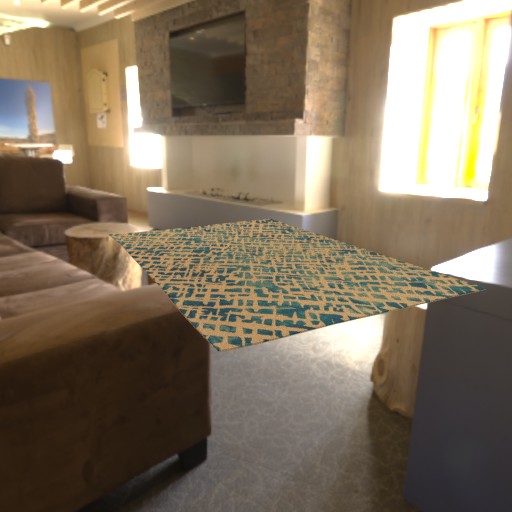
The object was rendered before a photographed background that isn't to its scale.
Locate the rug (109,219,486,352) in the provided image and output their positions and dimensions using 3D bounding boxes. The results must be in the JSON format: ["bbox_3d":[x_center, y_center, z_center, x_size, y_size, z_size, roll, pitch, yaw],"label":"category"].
[{"bbox_3d":[0.000,0.000,2.360,1.209,0.011,1.830,-8,17,-27],"label":"rug"}]
